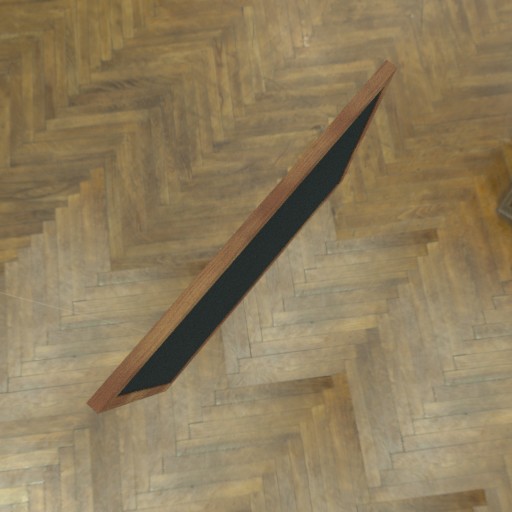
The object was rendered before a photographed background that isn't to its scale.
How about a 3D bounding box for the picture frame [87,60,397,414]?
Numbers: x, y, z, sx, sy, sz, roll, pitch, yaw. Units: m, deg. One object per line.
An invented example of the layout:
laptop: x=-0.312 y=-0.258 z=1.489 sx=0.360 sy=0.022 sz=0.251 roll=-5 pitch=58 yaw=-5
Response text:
picture frame: x=0.000 y=0.000 z=1.214 sx=0.029 sy=0.640 sz=0.950 roll=39 pitch=80 yaw=8
